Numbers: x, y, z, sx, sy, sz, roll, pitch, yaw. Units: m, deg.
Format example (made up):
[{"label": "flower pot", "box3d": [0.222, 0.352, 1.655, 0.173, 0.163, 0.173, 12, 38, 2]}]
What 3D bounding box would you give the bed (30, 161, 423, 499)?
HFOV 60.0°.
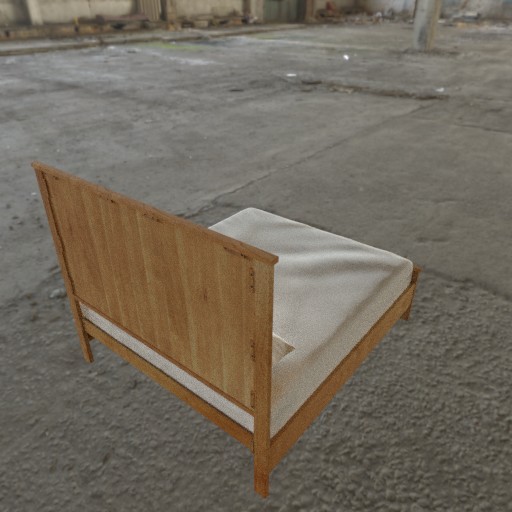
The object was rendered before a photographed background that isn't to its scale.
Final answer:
[{"label": "bed", "box3d": [0.000, 0.000, 3.483, 1.936, 1.686, 2.201, 22, 37, 33]}]
